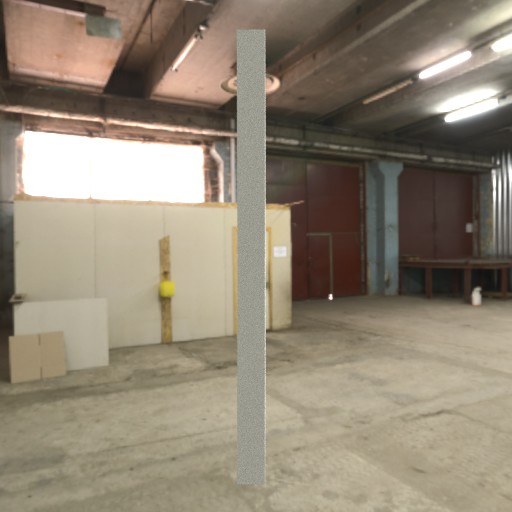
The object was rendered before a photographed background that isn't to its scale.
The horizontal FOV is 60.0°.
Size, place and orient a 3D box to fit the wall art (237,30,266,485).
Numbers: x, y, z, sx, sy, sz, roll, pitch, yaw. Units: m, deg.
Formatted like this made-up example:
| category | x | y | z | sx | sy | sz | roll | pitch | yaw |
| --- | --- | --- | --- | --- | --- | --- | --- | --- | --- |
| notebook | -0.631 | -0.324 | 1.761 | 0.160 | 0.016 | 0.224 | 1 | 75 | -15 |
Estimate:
| category | x | y | z | sx | sy | sz | roll | pitch | yaw |
| --- | --- | --- | --- | --- | --- | --- | --- | --- | --- |
| wall art | 0.000 | 0.000 | 0.899 | 0.038 | 0.610 | 0.610 | 0 | 1 | 1 |
